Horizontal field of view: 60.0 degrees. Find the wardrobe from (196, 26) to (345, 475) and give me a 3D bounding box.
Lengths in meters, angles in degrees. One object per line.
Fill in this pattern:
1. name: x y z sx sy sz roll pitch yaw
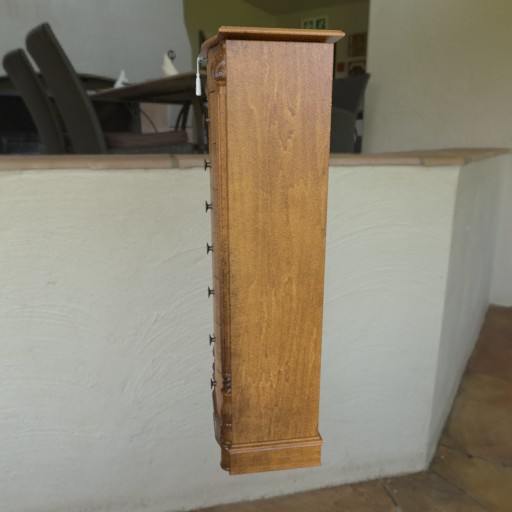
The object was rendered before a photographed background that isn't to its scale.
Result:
1. wardrobe: 0.000 0.000 1.116 0.273 0.959 0.406 -2 15 -8
